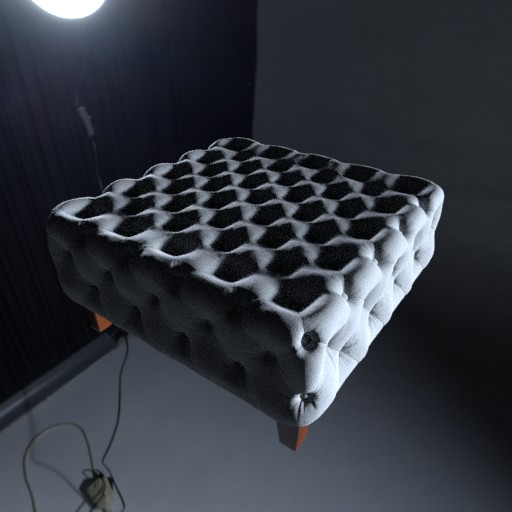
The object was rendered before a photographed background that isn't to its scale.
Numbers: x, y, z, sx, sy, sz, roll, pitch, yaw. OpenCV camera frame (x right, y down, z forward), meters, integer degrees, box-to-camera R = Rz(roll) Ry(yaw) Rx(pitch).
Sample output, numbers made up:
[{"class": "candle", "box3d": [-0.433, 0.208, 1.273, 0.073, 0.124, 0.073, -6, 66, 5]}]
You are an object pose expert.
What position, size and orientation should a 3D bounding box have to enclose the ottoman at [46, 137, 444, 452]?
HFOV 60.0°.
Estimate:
[{"class": "ottoman", "box3d": [0.000, 0.000, 1.185, 0.758, 0.365, 0.764, 21, 38, 29]}]
